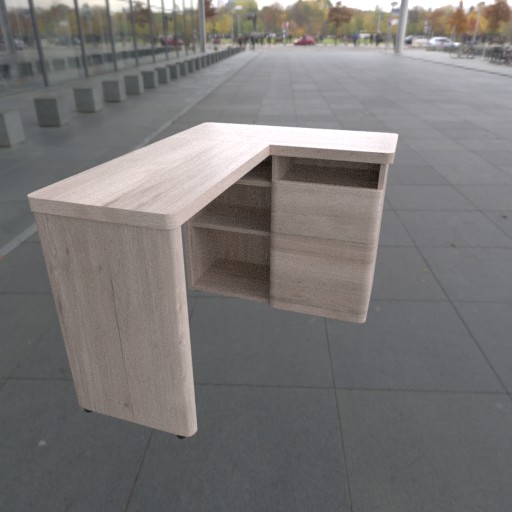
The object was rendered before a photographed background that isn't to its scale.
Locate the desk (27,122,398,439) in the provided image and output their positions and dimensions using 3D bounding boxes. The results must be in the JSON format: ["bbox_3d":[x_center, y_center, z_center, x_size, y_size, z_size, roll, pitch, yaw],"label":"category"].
[{"bbox_3d":[0.000,0.000,1.698,0.900,0.760,1.169,8,28,16],"label":"desk"}]
